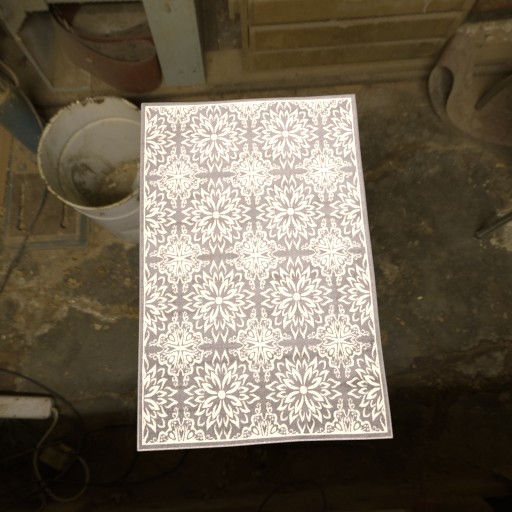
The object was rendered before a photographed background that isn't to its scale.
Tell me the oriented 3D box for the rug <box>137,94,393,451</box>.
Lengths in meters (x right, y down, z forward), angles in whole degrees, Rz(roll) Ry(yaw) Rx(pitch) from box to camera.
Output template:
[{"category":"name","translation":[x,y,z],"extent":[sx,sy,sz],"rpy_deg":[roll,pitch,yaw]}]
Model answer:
[{"category":"rug","translation":[0.000,0.000,2.321],"extent":[1.224,0.012,1.847],"rpy_deg":[-3,77,-1]}]
